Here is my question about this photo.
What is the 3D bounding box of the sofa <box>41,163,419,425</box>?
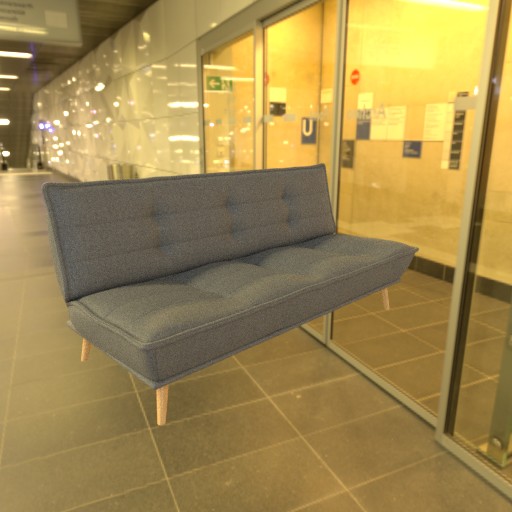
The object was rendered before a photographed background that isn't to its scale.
[{"bbox_3d":[0.000,0.000,2.413,1.940,0.890,0.950,-14,21,-42],"label":"sofa"}]
